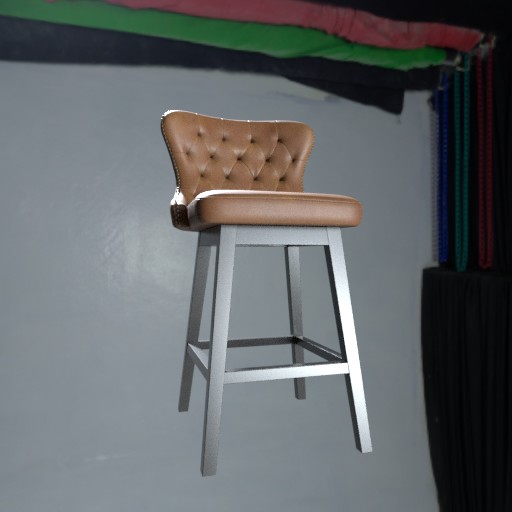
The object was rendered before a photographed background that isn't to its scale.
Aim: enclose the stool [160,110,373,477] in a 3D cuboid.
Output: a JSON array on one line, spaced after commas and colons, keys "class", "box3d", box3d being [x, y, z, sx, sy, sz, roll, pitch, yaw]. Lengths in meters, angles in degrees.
[{"class": "stool", "box3d": [0.000, 0.000, 1.320, 0.528, 0.971, 0.593, 0, 0, -17]}]
